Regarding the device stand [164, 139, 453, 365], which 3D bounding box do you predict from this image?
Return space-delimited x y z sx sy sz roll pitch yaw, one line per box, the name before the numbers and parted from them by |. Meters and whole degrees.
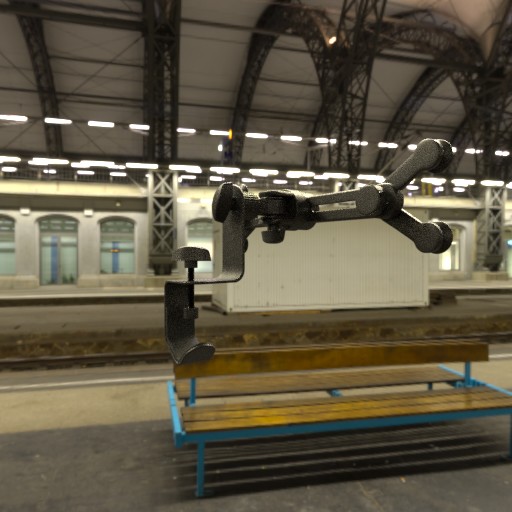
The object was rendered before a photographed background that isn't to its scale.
device stand | 0.000 0.000 0.374 0.142 0.166 0.270 0 0 -36
